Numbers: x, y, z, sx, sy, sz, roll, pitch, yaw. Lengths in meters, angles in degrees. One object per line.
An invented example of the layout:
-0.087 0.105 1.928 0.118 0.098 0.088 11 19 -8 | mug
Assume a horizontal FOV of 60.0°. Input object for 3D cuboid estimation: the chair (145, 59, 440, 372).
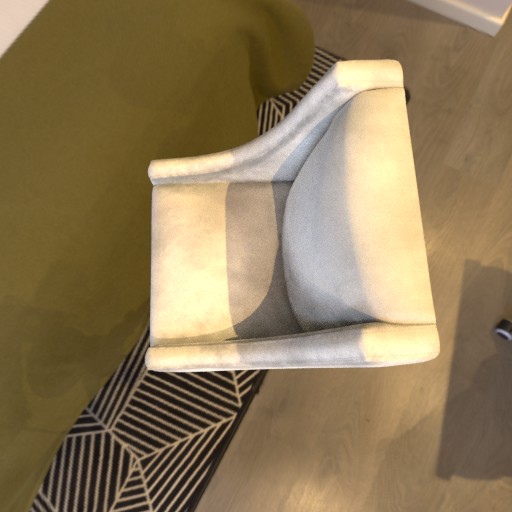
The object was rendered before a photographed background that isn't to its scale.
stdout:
0.000 0.000 1.266 0.629 0.895 0.629 -2 76 -1 | chair
